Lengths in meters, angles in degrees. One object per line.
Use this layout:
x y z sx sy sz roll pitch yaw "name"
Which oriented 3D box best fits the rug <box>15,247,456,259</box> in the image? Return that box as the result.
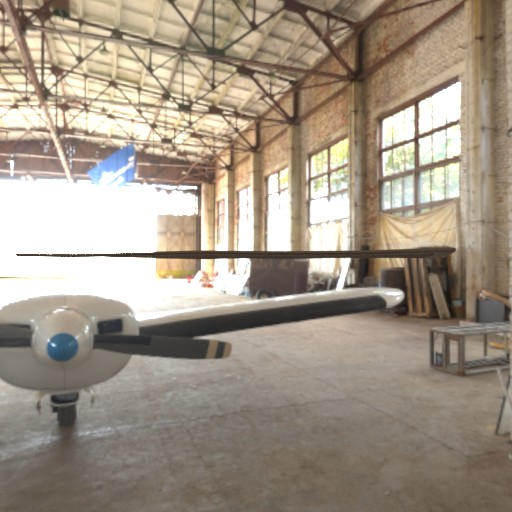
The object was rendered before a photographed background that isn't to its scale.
0.000 0.000 3.988 3.011 0.054 2.399 0 -1 17 "rug"
